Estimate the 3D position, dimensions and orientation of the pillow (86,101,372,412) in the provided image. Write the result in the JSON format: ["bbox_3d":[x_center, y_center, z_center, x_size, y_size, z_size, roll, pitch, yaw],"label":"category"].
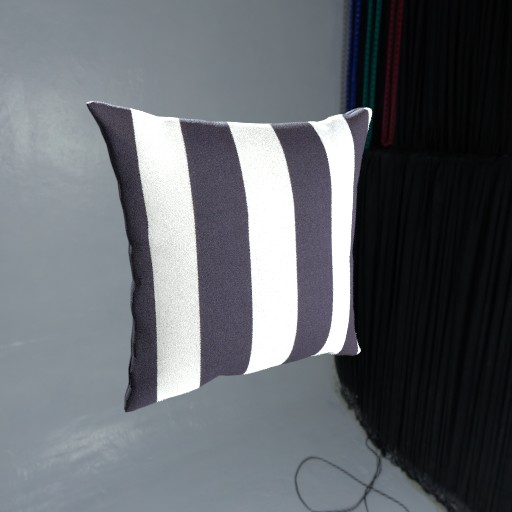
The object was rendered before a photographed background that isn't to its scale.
[{"bbox_3d":[0.000,0.000,0.812,0.536,0.526,0.189,-8,18,-27],"label":"pillow"}]
